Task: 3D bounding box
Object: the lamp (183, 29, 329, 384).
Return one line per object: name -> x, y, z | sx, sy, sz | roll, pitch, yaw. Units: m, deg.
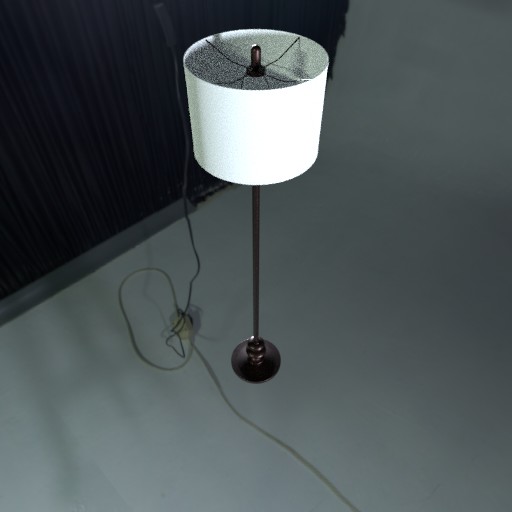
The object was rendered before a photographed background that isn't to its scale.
lamp -> 0.000, 0.000, 1.613 | 0.356, 1.487, 0.356 | 32, 55, 27
